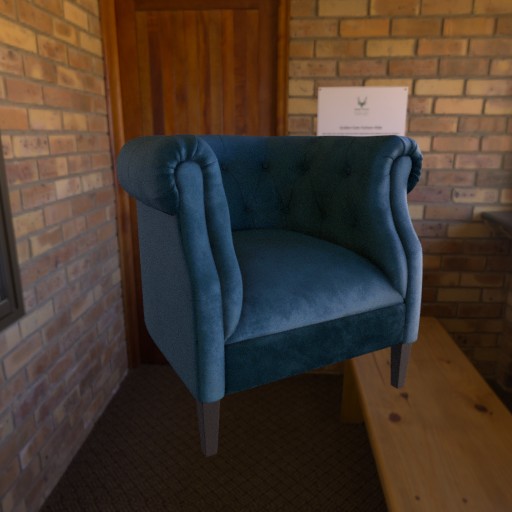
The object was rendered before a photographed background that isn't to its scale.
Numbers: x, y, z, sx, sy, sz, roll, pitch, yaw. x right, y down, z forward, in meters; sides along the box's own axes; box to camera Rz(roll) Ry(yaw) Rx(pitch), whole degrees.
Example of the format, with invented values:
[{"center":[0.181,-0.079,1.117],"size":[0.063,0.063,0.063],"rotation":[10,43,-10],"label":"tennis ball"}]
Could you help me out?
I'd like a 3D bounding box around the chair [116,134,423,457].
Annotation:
[{"center":[0.000,0.000,1.558],"size":[0.904,0.826,0.851],"rotation":[-8,17,-27],"label":"chair"}]
